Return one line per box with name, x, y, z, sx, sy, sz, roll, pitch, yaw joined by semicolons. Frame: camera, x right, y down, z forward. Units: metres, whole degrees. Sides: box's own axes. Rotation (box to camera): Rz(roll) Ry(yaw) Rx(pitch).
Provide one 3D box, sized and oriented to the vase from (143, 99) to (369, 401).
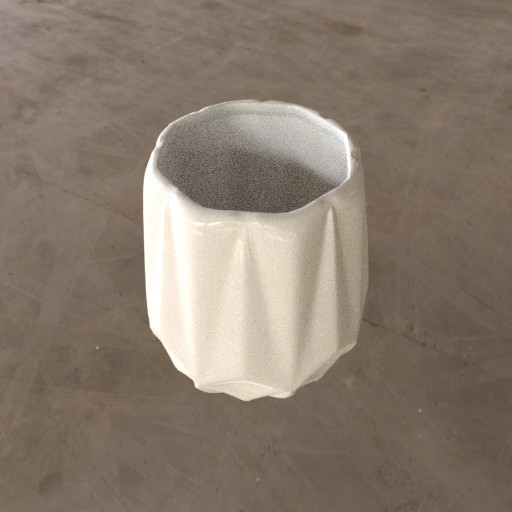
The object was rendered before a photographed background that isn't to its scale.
vase;0.000;0.000;0.268;0.141;0.152;0.141;0;47;0
